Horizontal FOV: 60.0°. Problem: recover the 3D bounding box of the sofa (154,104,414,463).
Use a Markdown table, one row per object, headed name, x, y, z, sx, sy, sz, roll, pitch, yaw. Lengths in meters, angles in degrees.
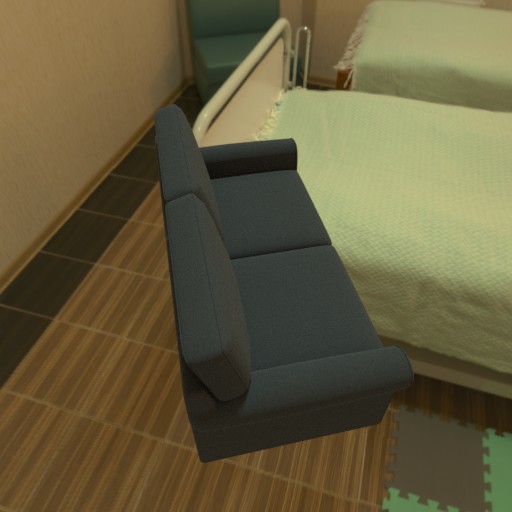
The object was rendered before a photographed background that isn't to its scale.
| name | x | y | z | sx | sy | sz | roll | pitch | yaw |
| --- | --- | --- | --- | --- | --- | --- | --- | --- | --- |
| sofa | 0.000 | 0.000 | 2.490 | 0.940 | 1.020 | 1.930 | -9 | 46 | -9 |
